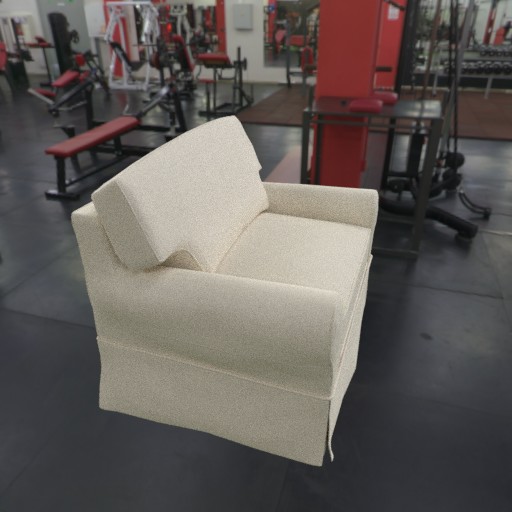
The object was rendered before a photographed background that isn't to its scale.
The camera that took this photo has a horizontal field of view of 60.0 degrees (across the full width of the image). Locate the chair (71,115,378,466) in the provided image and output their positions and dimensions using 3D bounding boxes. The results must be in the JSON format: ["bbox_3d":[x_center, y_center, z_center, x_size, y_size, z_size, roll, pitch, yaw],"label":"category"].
[{"bbox_3d":[0.000,0.000,1.803,0.904,0.958,1.099,10,30,17],"label":"chair"}]
